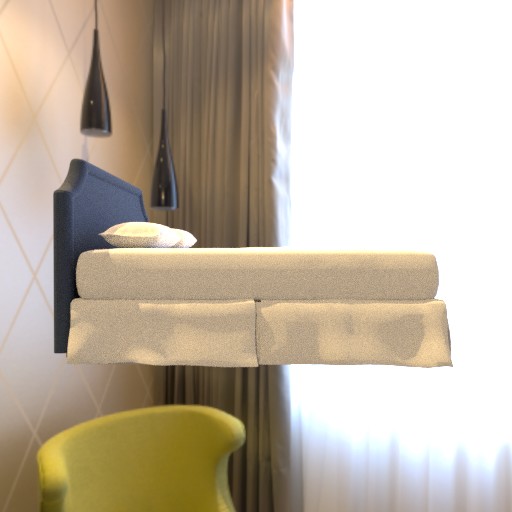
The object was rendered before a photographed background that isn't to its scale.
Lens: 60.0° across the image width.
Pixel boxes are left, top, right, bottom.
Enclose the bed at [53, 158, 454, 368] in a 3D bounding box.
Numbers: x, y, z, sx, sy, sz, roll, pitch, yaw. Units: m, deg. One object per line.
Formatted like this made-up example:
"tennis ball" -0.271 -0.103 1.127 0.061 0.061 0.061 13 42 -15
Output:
"bed" 0.000 0.000 4.124 2.773 1.488 2.350 0 1 1
